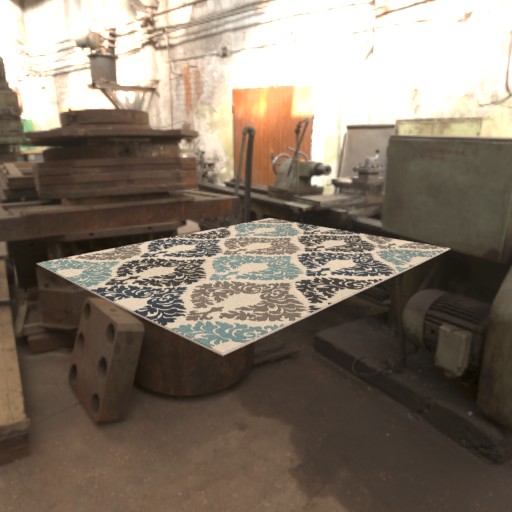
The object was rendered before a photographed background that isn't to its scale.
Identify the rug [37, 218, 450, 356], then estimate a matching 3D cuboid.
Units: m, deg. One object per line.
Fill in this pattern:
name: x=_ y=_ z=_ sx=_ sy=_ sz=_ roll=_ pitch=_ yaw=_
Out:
rug: x=0.000 y=0.000 z=4.110 sx=2.423 sy=0.014 sz=3.040 roll=14 pitch=21 yaw=42
